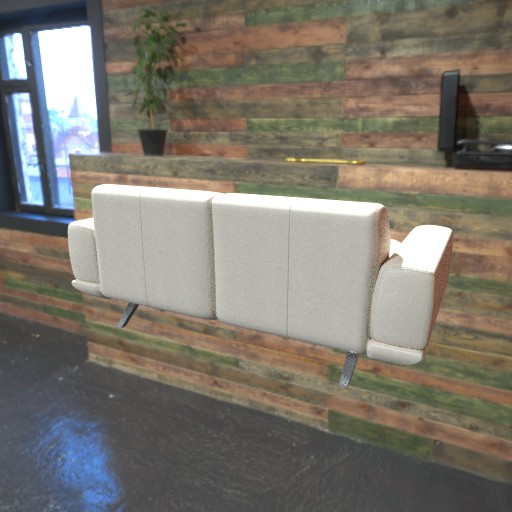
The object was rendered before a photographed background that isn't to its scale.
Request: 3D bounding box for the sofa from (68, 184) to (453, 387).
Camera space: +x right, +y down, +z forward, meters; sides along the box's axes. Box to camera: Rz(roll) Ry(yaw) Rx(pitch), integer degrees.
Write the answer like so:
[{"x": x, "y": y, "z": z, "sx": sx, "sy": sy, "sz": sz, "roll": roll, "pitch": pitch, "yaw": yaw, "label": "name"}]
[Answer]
[{"x": 0.000, "y": 0.000, "z": 2.405, "sx": 1.901, "sy": 0.772, "sz": 0.900, "roll": 8, "pitch": 18, "yaw": 26, "label": "sofa"}]
